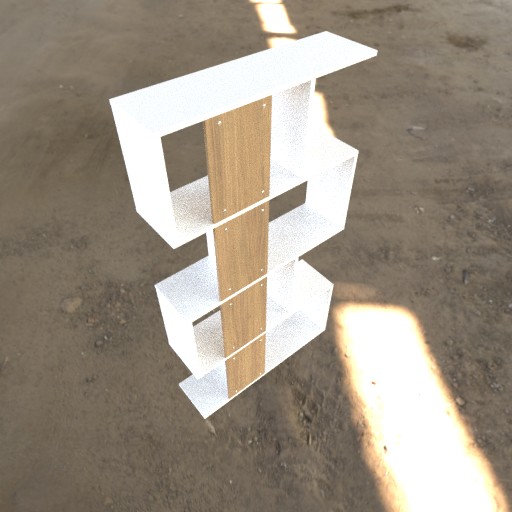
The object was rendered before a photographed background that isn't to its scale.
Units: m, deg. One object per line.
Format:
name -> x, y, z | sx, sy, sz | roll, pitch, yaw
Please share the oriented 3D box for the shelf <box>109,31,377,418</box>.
shelf -> 0.000, 0.000, 1.993 | 0.890, 1.650, 0.250 | -30, 52, -27
